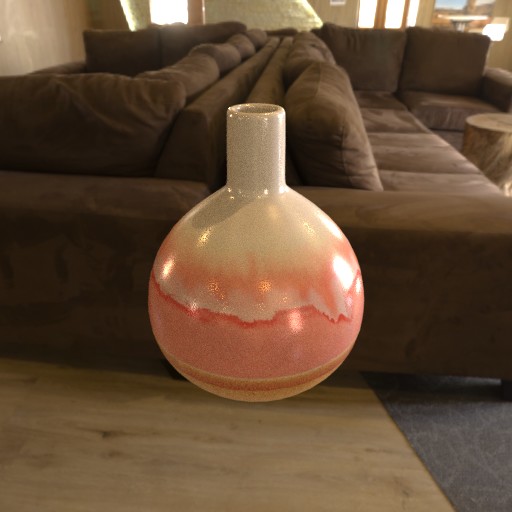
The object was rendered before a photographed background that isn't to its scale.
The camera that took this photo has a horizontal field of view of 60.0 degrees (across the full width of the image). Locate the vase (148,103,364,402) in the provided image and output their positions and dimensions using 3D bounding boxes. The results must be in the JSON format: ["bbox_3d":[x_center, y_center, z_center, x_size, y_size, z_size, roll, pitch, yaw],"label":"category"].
[{"bbox_3d":[0.000,0.000,0.274,0.137,0.176,0.137,0,29,0],"label":"vase"}]
